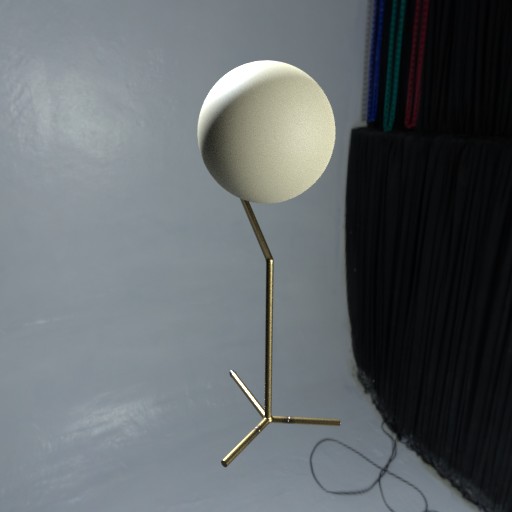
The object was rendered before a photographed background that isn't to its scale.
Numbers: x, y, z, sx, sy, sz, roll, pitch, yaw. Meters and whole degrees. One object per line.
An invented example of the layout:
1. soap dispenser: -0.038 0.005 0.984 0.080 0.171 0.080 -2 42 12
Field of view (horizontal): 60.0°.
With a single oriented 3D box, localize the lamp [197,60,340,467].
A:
1. lamp: 0.000 0.000 0.689 0.210 0.552 0.251 -8 20 -24
